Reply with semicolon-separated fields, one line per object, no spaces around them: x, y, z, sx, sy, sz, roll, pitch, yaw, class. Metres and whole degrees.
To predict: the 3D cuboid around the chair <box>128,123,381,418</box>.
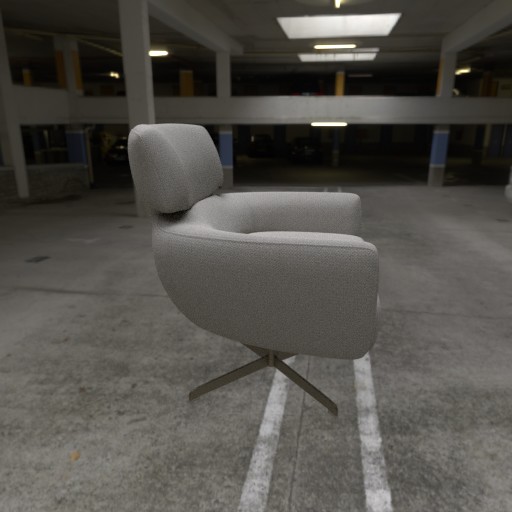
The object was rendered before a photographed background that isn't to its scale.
0.000;0.000;1.421;0.730;0.810;0.760;3;17;9;chair
